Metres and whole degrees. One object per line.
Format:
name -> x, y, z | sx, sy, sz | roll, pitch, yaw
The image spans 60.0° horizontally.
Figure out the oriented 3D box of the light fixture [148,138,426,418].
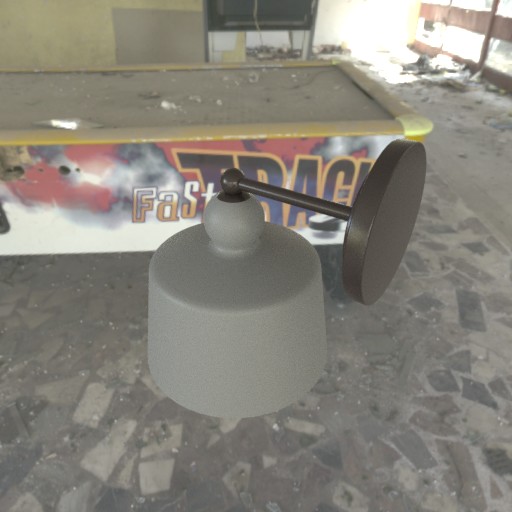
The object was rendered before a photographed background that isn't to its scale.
light fixture -> 0.000, 0.000, 0.429 | 0.254, 0.268, 0.204 | 20, 38, 29
